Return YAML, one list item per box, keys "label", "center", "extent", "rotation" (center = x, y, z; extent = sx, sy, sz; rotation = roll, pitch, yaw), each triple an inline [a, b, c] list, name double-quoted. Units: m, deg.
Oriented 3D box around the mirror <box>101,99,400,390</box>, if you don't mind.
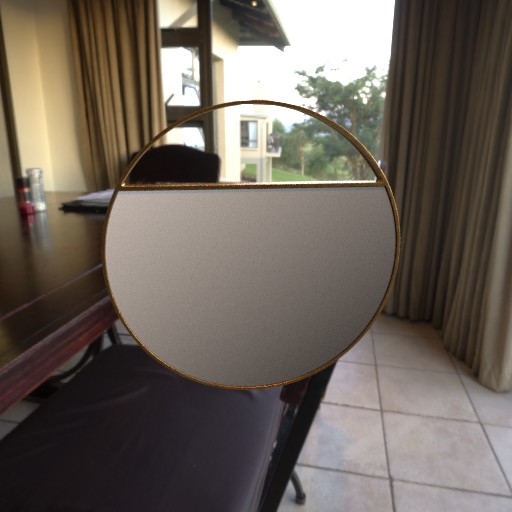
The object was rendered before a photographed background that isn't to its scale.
- label: "mirror"
  center: [0.000, 0.000, 0.851]
  extent: [0.565, 0.565, 0.032]
  rotation: [-2, 16, -7]
